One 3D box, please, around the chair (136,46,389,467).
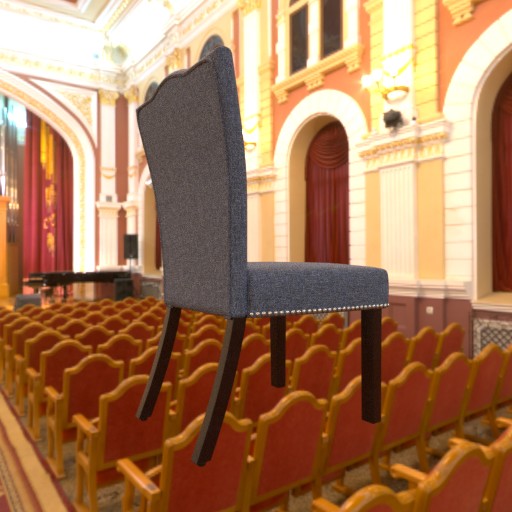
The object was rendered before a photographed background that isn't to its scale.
[{"bbox_3d":[0.000,0.000,1.301,0.589,0.946,0.518,0,-1,-36],"label":"chair"}]
